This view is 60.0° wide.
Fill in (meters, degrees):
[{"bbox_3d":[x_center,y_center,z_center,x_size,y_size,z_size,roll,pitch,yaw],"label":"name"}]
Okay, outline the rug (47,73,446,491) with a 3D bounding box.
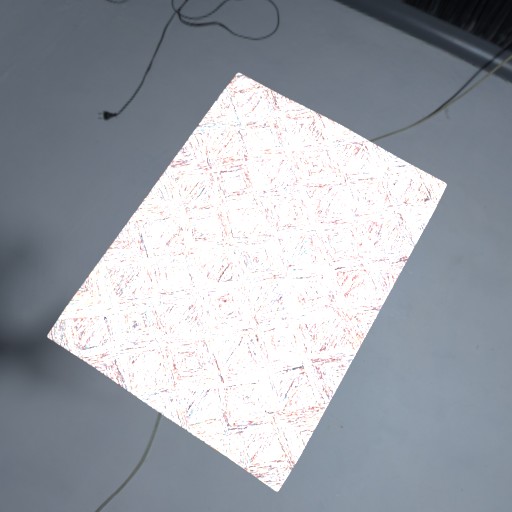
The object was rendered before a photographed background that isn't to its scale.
[{"bbox_3d":[0.000,0.000,4.138,2.436,0.024,3.226,31,77,8],"label":"rug"}]
